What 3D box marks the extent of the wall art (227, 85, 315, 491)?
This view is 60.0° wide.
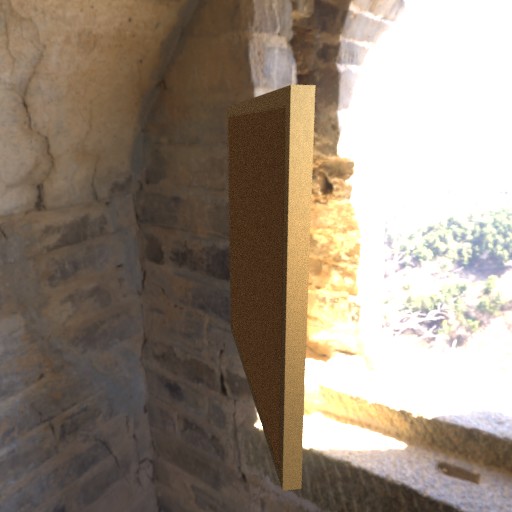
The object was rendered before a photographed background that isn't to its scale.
[{"bbox_3d":[0.000,0.000,2.894,0.099,1.926,1.926,-3,16,-11],"label":"wall art"}]
